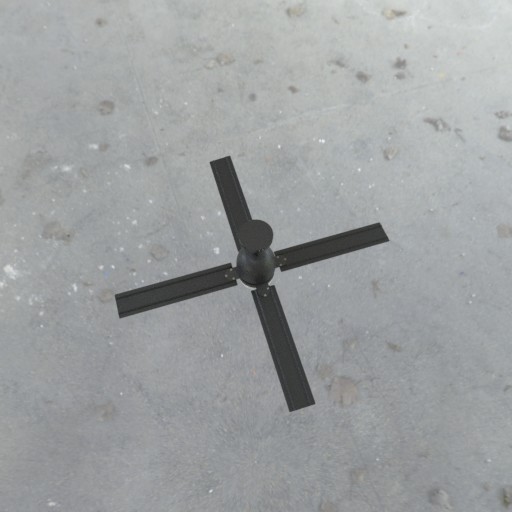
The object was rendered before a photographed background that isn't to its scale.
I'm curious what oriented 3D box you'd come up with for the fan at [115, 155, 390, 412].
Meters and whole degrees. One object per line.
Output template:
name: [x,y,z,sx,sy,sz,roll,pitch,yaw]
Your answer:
fan: [0.000,0.000,1.971,1.319,0.410,1.319,-17,66,-8]
